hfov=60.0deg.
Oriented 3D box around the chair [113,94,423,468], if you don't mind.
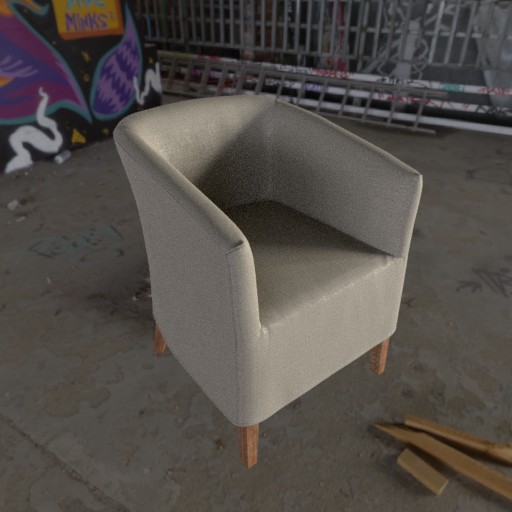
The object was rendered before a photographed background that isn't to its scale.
[{"bbox_3d":[0.000,0.000,1.293,0.600,0.771,0.668,-22,38,-31],"label":"chair"}]
